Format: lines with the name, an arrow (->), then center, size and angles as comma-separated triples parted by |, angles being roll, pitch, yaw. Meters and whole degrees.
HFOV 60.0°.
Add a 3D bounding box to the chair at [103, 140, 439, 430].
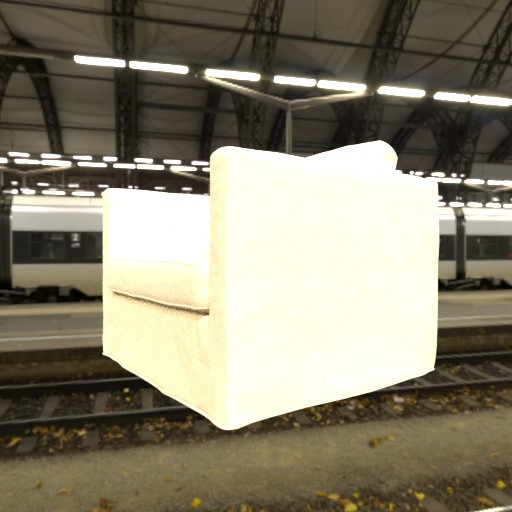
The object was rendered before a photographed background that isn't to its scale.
chair -> 0.000, 0.000, 1.773 | 0.947, 0.851, 1.057 | -1, 1, -36
